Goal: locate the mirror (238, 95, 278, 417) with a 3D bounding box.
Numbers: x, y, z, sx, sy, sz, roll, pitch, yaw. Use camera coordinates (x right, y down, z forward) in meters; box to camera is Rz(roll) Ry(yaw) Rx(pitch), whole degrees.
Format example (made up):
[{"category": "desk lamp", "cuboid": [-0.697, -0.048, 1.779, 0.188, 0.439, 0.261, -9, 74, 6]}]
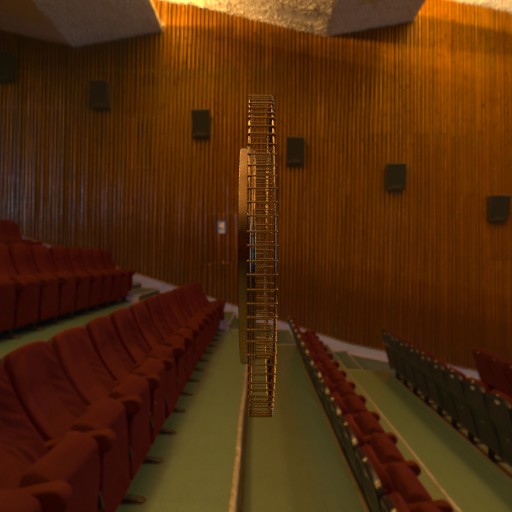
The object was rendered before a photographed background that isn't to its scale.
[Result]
[{"category": "mirror", "cuboid": [0.000, 0.000, 1.027, 0.067, 0.703, 0.703, 0, -1, 0]}]
